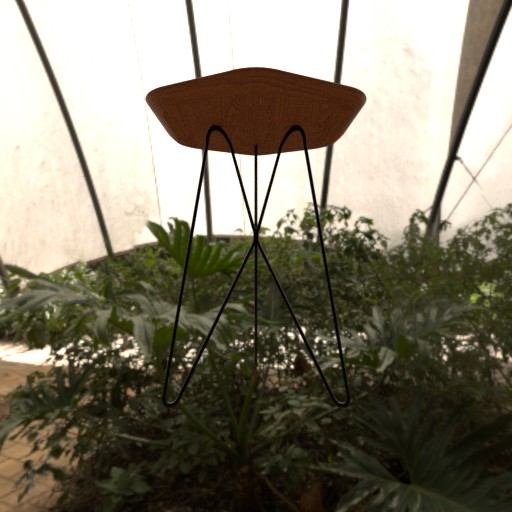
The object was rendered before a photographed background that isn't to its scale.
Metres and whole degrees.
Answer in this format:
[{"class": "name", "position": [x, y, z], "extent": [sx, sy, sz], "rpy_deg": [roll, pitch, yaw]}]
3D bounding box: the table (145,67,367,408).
[{"class": "table", "position": [0.000, 0.000, 0.908], "extent": [0.400, 0.562, 0.500], "rpy_deg": [0, -1, 0]}]
